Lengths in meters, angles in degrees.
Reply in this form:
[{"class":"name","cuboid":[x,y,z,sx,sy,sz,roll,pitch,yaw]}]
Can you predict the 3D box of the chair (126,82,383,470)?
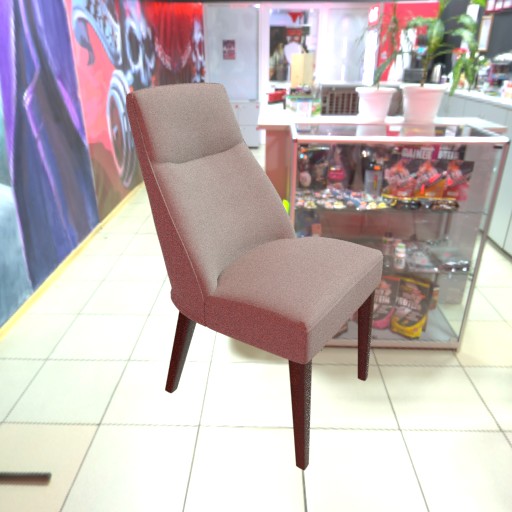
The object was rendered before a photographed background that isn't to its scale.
[{"class":"chair","cuboid":[0.000,0.000,1.310,0.620,0.930,0.500,16,29,31]}]
